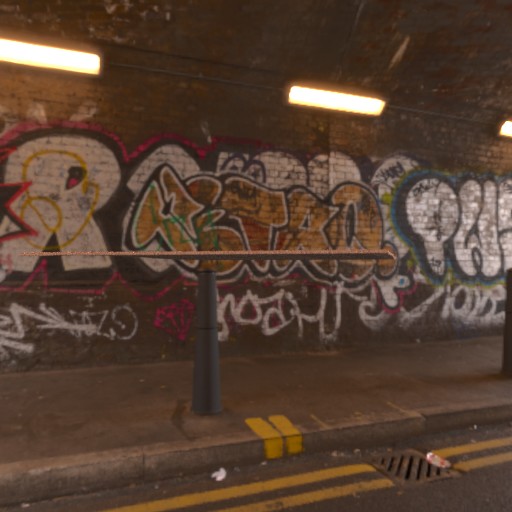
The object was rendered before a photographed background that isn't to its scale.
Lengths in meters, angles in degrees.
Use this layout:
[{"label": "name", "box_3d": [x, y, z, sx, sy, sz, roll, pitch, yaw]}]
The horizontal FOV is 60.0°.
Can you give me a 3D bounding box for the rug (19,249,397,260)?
[{"label": "rug", "box_3d": [0.000, 0.000, 4.101, 2.453, 0.043, 3.052, 0, -1, 18]}]
